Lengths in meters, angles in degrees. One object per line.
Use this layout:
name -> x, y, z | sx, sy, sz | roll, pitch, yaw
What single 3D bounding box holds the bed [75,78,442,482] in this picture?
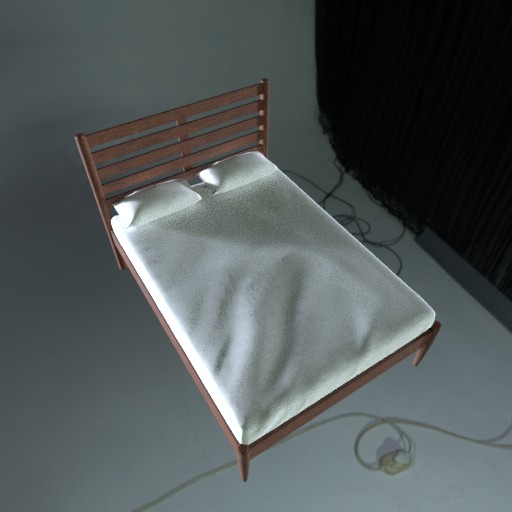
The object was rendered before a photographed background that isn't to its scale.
bed -> 0.000, 0.000, 3.046 | 1.509, 1.304, 2.093 | -25, 52, -21
